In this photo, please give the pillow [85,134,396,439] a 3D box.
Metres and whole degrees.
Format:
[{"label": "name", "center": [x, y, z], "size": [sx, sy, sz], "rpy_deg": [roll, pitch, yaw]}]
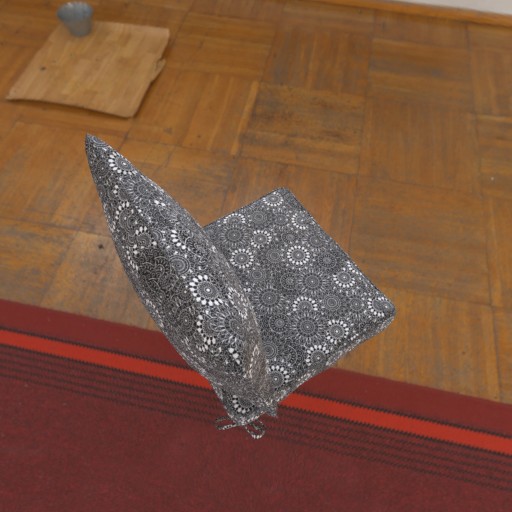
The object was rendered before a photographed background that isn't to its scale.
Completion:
[{"label": "pillow", "center": [0.000, 0.000, 1.369], "size": [0.740, 0.722, 0.798], "rpy_deg": [-29, 62, -17]}]
